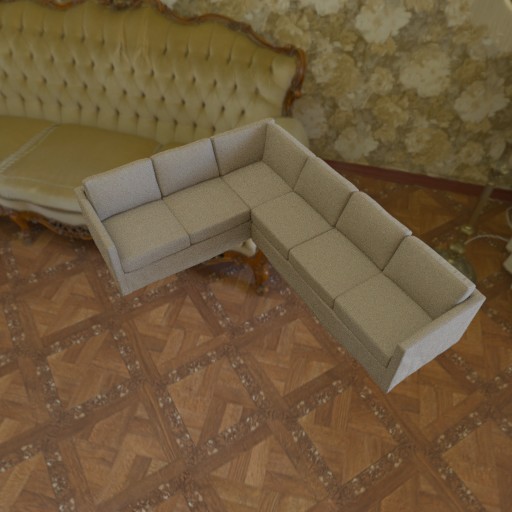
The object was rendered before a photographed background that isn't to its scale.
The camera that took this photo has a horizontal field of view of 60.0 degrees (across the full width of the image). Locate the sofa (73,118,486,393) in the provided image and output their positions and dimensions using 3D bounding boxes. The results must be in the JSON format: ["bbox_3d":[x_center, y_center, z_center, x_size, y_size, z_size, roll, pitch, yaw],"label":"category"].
[{"bbox_3d":[0.000,0.000,4.230,2.432,0.871,3.182,-25,53,-21],"label":"sofa"}]
